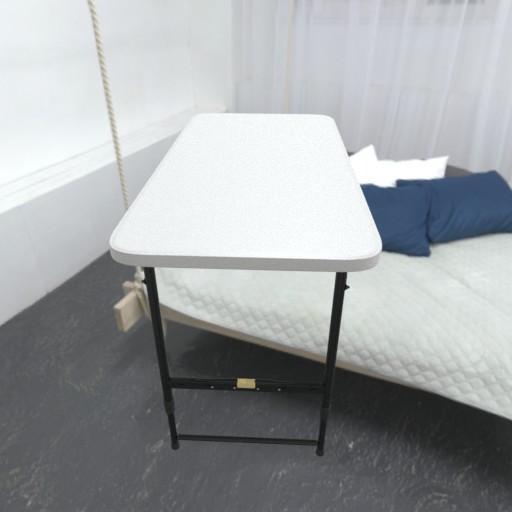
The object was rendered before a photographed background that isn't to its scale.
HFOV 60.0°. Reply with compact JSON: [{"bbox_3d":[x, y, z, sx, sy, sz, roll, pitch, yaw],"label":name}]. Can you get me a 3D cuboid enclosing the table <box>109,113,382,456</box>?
[{"bbox_3d":[0.000,0.000,1.630,0.610,0.737,1.219,1,31,2],"label":"table"}]
